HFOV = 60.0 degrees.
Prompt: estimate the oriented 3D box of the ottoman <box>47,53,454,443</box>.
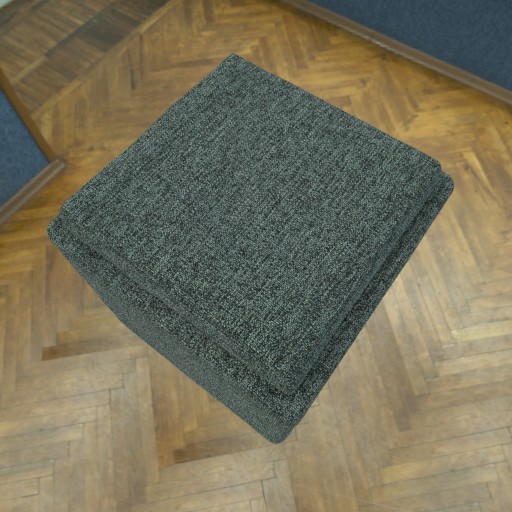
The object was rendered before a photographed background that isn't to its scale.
[{"bbox_3d":[0.000,0.000,0.808,0.450,0.463,0.450,34,68,15],"label":"ottoman"}]
